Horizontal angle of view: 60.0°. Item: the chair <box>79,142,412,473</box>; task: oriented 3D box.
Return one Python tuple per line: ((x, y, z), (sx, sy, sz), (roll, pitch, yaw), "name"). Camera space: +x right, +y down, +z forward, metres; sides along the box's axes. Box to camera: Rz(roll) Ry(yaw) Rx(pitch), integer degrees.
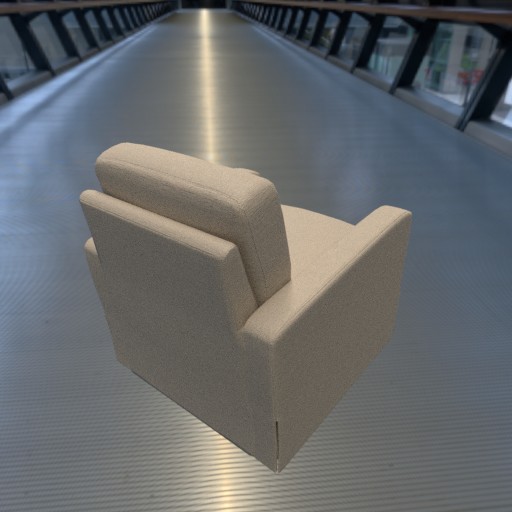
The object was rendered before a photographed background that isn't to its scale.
((0.000, 0.000, 1.499), (0.755, 0.827, 0.888), (21, 35, 33), "chair")
